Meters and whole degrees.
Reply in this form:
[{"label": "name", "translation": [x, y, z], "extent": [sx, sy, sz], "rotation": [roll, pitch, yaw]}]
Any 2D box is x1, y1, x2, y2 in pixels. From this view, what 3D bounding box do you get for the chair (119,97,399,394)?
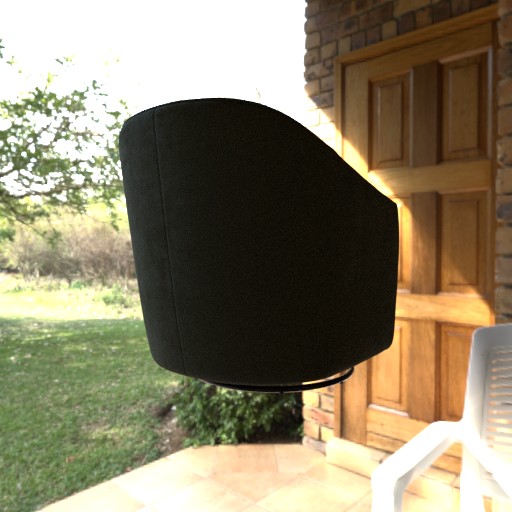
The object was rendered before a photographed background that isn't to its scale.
[{"label": "chair", "translation": [0.000, 0.000, 1.493], "extent": [0.747, 0.799, 0.875], "rotation": [1, 1, 36]}]
